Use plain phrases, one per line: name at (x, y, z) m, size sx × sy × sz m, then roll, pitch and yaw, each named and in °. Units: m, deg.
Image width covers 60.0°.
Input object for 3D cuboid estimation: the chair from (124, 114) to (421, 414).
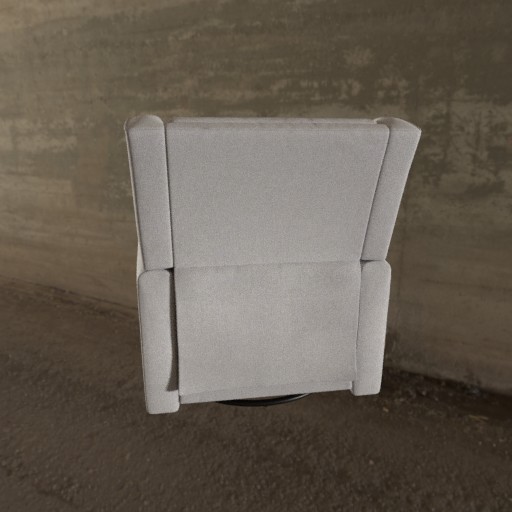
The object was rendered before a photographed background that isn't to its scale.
chair at (0.000, 0.000, 1.648) m, size 0.906 × 0.967 × 0.854 m, roll -2°, pitch 15°, yaw -9°
